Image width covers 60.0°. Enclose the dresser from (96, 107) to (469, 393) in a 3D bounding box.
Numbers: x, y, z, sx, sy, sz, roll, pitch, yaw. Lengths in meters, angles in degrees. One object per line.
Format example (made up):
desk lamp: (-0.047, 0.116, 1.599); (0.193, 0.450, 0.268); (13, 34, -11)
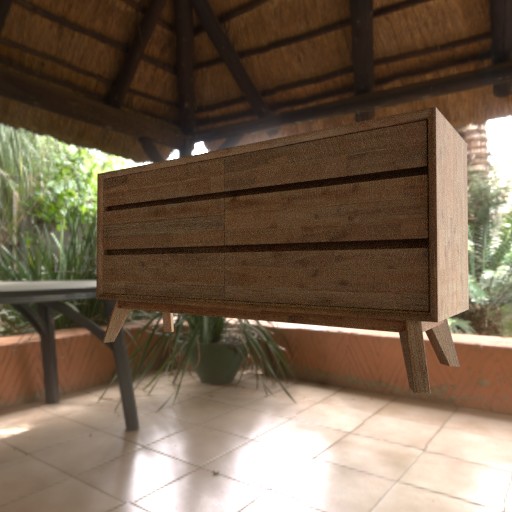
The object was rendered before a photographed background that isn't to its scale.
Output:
dresser: (0.000, 0.000, 1.863); (1.554, 0.805, 0.455); (-1, -2, 35)
